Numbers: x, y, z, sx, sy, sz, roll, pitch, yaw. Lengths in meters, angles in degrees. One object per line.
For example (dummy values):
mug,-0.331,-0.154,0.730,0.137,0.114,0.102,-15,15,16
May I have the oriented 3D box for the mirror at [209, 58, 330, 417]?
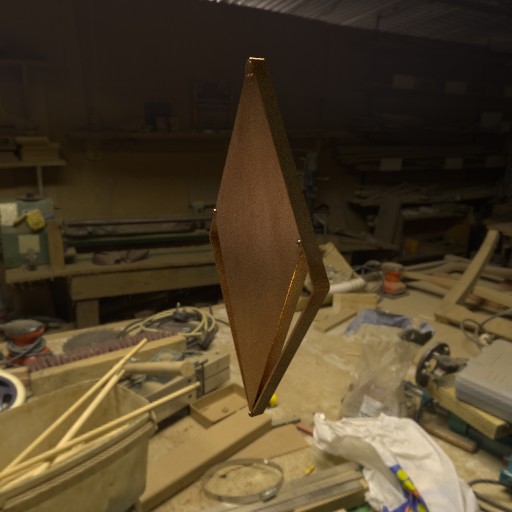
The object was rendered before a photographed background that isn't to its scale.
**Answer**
mirror,0.000,0.000,0.823,0.032,0.679,0.419,-7,17,-26
